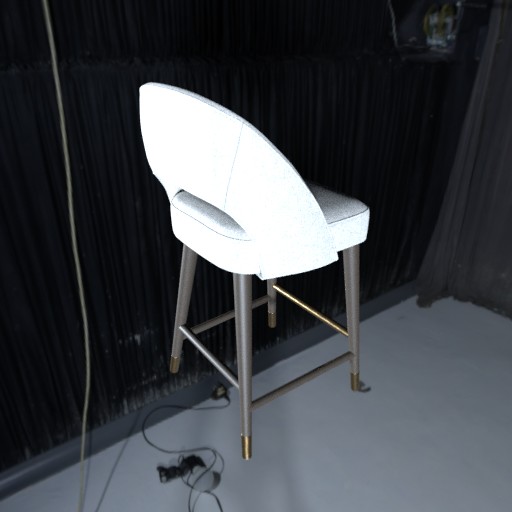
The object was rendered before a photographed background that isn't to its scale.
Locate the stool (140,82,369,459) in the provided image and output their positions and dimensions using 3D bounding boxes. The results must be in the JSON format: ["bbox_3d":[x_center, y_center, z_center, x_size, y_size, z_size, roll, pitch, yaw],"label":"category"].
[{"bbox_3d":[0.000,0.000,1.251,0.509,0.940,0.494,-19,32,-32],"label":"stool"}]
